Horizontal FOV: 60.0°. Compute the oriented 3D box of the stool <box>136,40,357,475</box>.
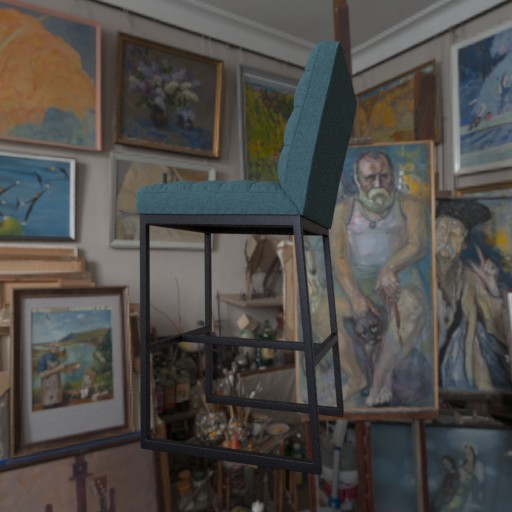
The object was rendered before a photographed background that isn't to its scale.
[{"bbox_3d":[0.000,0.000,1.329,0.560,1.040,0.460,0,-1,18],"label":"stool"}]
